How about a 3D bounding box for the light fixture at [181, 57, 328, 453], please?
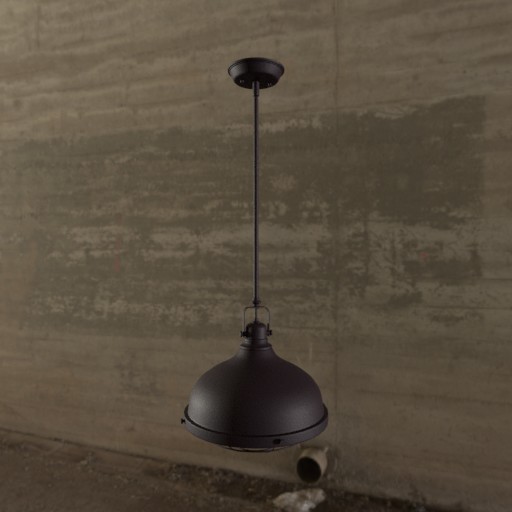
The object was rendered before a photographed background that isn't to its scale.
[{"bbox_3d":[0.000,0.000,1.011,0.341,0.849,0.341,0,0,-17],"label":"light fixture"}]
